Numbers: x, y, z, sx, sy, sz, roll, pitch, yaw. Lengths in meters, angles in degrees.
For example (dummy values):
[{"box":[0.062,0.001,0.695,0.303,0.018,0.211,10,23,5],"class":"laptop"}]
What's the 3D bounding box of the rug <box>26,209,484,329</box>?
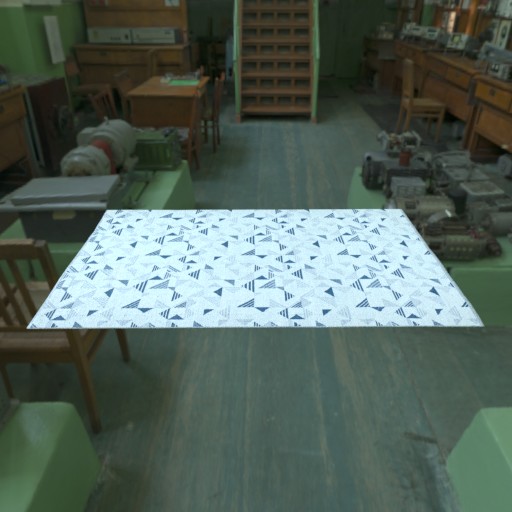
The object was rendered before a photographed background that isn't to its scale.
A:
[{"box":[0.000,0.000,3.013,2.457,0.009,1.512,0,30,0],"class":"rug"}]
